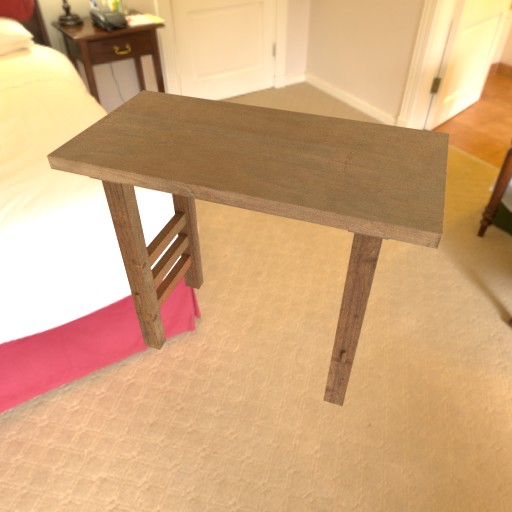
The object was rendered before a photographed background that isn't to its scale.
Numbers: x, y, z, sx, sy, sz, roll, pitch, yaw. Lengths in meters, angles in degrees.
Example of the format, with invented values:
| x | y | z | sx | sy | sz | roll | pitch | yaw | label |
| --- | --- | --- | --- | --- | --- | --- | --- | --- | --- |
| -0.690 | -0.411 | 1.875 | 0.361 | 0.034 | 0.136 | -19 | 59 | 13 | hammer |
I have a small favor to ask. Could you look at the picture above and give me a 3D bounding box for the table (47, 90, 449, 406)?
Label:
| x | y | z | sx | sy | sz | roll | pitch | yaw | label |
| --- | --- | --- | --- | --- | --- | --- | --- | --- | --- |
| 0.000 | 0.000 | 1.666 | 1.119 | 0.914 | 0.556 | 13 | 43 | 15 | table |
